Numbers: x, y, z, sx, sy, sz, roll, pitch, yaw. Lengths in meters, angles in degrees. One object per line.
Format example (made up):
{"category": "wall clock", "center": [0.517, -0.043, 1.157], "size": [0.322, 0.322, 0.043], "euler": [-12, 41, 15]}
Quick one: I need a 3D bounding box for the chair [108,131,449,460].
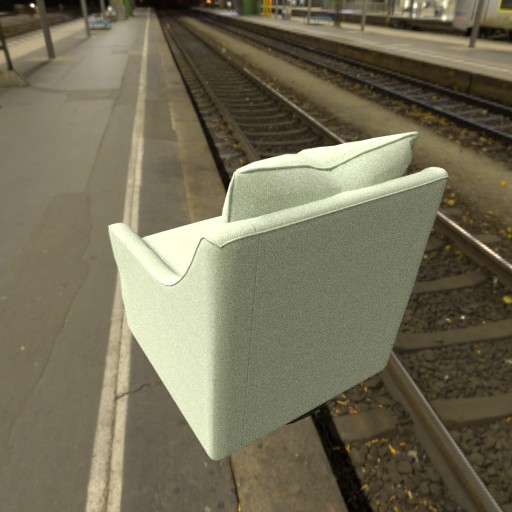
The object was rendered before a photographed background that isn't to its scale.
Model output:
{"category": "chair", "center": [0.000, 0.000, 1.530], "size": [0.760, 0.926, 0.870], "euler": [-18, 35, -28]}
